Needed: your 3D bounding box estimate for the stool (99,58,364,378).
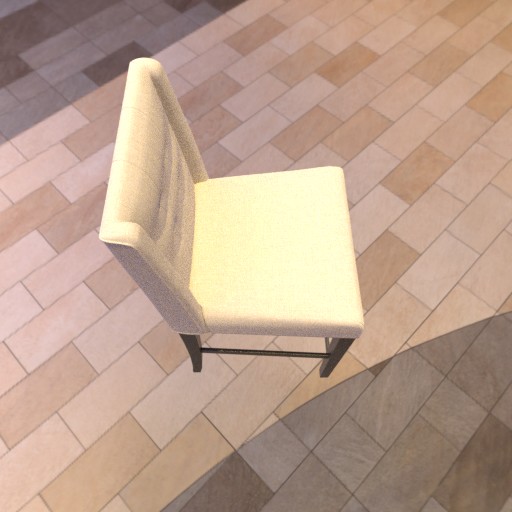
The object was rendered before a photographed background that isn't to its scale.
[{"bbox_3d":[0.000,0.000,1.206,0.509,0.939,0.474,-1,62,0],"label":"stool"}]
